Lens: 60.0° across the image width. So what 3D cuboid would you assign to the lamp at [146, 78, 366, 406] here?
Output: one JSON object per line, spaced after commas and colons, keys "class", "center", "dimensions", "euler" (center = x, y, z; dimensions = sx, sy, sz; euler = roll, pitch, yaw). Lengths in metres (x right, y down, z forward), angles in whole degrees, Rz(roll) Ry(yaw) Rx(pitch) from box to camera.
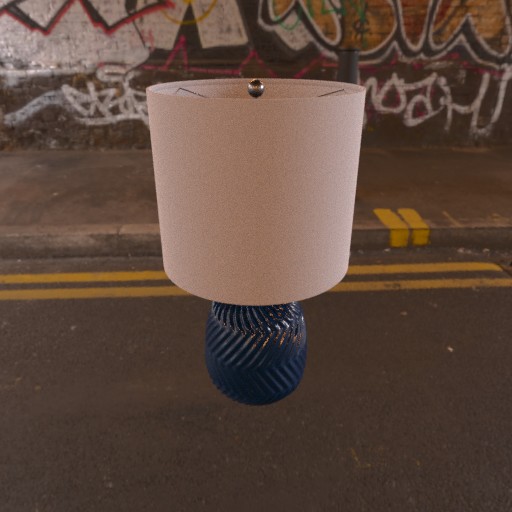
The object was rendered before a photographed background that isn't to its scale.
{"class": "lamp", "center": [0.000, 0.000, 0.497], "dimensions": [0.203, 0.368, 0.203], "euler": [17, 31, 31]}
